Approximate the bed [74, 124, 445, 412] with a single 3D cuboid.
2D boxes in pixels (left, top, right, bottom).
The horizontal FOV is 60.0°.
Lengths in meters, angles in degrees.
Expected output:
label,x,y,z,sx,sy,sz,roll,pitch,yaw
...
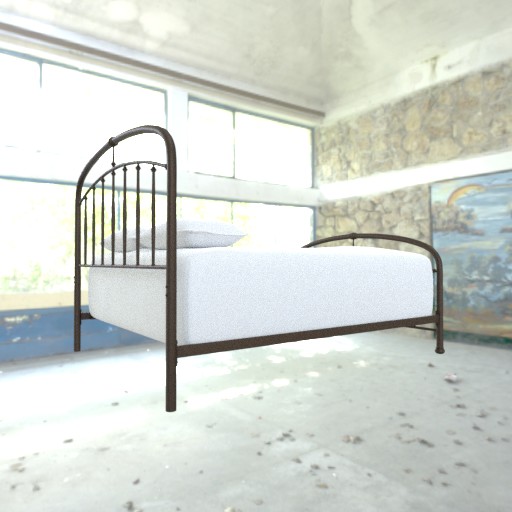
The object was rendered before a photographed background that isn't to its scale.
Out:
label,x,y,z,sx,sy,sz,roll,pitch,yaw
bed,0.000,0.000,3.285,2.180,1.425,1.711,1,-1,-36
